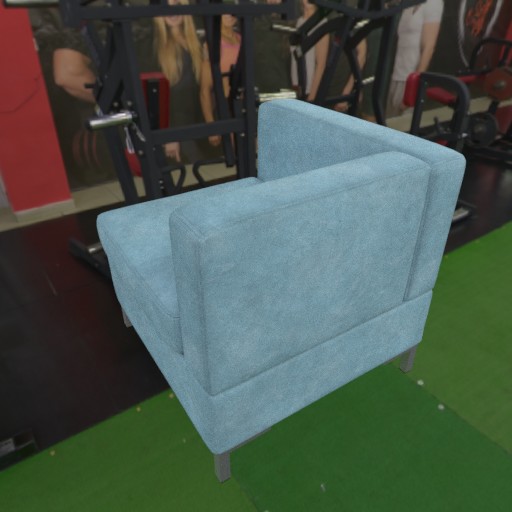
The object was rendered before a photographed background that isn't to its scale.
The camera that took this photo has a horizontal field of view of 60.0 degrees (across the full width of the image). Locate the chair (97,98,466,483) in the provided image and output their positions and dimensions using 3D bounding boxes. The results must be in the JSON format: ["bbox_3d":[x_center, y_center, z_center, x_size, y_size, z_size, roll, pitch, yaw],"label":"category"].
[{"bbox_3d":[0.000,0.000,1.197,0.684,0.660,0.691,-19,37,-27],"label":"chair"}]
